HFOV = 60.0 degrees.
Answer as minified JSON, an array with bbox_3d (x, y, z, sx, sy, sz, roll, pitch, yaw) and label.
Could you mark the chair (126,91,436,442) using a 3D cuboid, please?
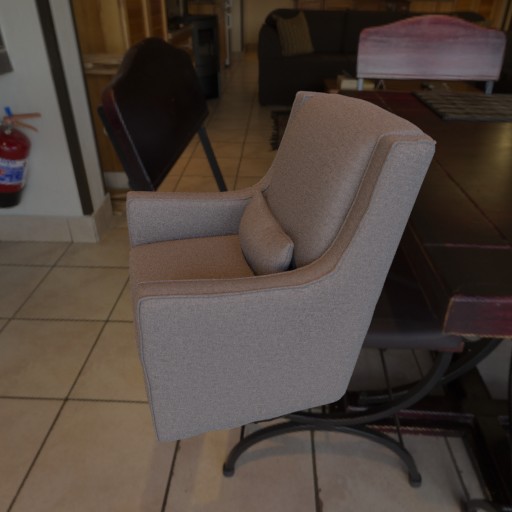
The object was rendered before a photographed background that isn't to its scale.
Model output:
[{"bbox_3d":[0.000,0.000,1.553,0.879,0.993,0.732,-8,32,-14],"label":"chair"}]
